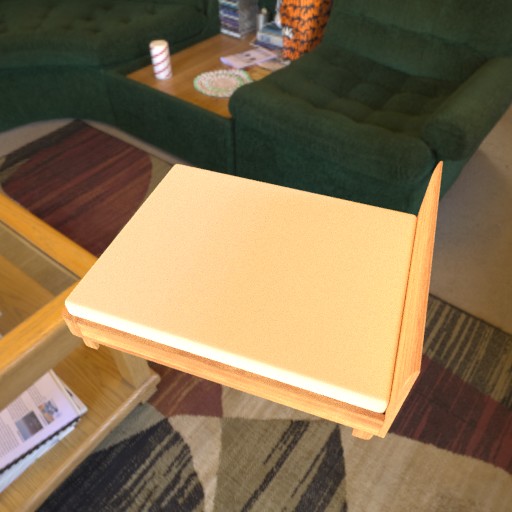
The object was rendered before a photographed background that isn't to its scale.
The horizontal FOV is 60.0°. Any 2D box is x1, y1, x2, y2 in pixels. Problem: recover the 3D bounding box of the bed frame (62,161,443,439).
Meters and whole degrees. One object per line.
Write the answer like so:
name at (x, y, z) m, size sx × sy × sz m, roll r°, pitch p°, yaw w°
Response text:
bed frame at (0.000, 0.000, 3.036) m, size 2.092 × 0.940 × 1.660 m, roll 14°, pitch 49°, yaw 13°
